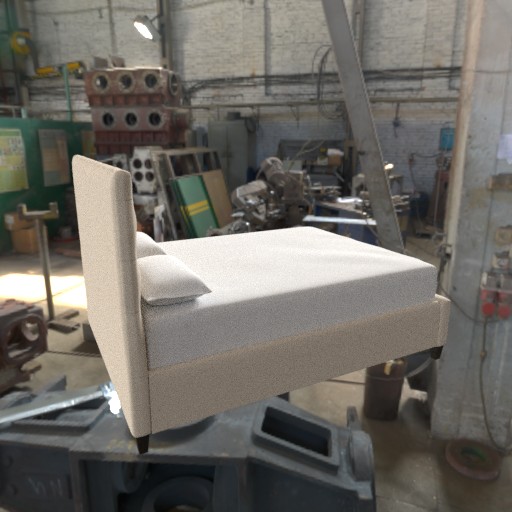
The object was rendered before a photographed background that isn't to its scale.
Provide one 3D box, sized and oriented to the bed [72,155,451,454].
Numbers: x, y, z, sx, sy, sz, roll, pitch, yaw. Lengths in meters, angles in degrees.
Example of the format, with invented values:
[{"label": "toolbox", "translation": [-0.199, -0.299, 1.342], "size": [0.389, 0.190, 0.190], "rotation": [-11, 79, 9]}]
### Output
[{"label": "bed", "translation": [0.000, 0.000, 3.247], "size": [2.233, 1.426, 1.696], "rotation": [-8, 17, -26]}]
